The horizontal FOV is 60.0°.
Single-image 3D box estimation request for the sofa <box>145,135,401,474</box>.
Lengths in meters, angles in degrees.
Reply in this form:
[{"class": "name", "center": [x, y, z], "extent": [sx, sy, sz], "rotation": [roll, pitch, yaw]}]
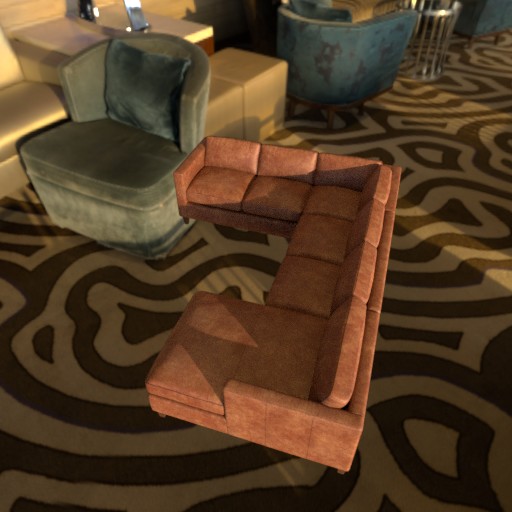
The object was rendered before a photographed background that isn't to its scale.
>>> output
[{"class": "sofa", "center": [0.000, 0.000, 4.381], "extent": [2.452, 0.888, 3.324], "rotation": [12, 43, 13]}]
